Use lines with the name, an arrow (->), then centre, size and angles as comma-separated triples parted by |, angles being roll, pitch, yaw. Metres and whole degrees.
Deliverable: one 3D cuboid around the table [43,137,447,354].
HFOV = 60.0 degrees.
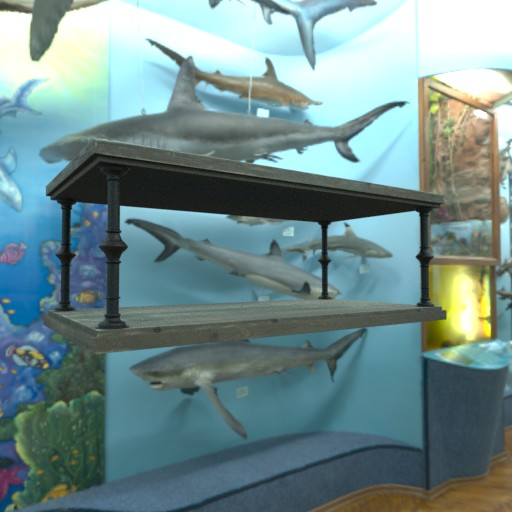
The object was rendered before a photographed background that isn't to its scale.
table -> 0.000, 0.000, 1.344 | 1.088, 0.399, 0.554 | 1, -3, -34
